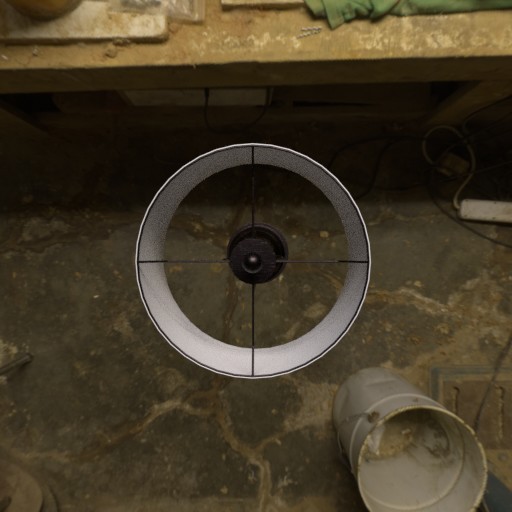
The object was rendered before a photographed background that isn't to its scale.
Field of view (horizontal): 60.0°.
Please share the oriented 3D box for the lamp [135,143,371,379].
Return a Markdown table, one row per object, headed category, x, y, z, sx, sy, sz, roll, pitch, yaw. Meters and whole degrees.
| category | x | y | z | sx | sy | sz | roll | pitch | yaw |
| --- | --- | --- | --- | --- | --- | --- | --- | --- | --- |
| lamp | 0.000 | 0.000 | 0.960 | 0.383 | 0.726 | 0.383 | 0 | 91 | 1 |
